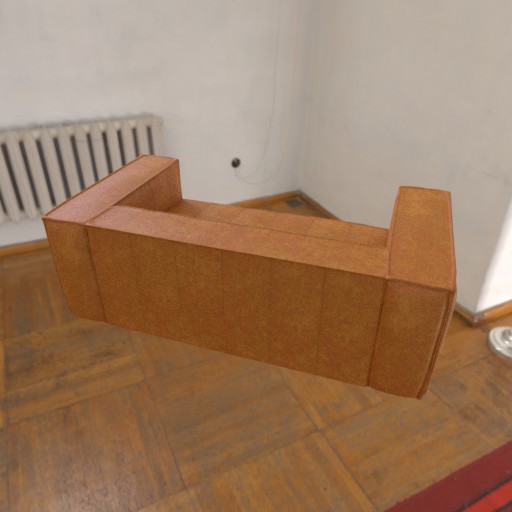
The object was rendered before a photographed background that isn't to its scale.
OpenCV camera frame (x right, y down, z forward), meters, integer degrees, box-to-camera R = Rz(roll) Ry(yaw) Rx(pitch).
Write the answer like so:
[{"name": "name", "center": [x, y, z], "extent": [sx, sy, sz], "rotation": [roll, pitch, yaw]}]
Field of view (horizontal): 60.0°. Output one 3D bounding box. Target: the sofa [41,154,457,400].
[{"name": "sofa", "center": [0.000, 0.000, 2.624], "extent": [2.088, 0.703, 1.102], "rotation": [10, 33, 16]}]
